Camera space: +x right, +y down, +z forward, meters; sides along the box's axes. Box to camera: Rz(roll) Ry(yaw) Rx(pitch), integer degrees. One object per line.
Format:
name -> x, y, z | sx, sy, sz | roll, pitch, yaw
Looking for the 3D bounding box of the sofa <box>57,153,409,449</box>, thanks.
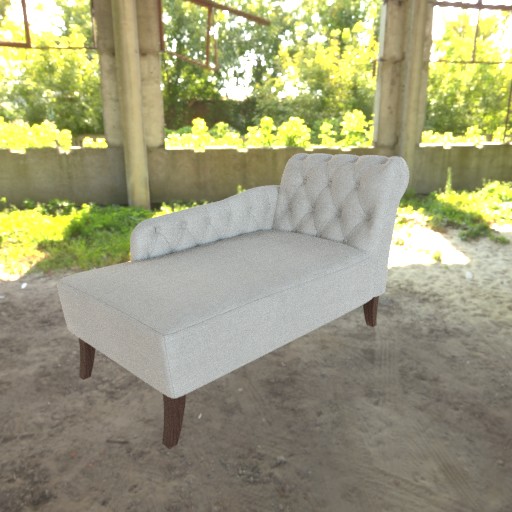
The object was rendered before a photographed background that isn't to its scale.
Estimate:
sofa -> 0.000, 0.000, 1.828 | 0.675, 0.787, 1.379 | 14, 21, 42
